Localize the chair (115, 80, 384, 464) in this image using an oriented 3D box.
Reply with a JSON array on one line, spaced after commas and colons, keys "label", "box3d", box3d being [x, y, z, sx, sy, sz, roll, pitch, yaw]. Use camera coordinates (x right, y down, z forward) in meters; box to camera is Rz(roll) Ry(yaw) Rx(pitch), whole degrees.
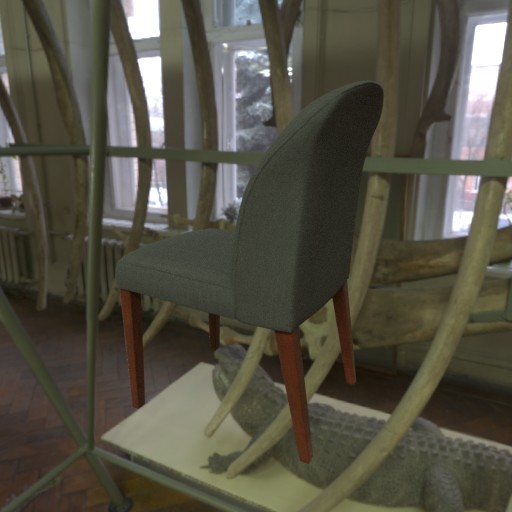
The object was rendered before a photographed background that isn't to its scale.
[{"label": "chair", "box3d": [0.000, 0.000, 1.242, 0.619, 0.879, 0.506, 7, 16, 26]}]
